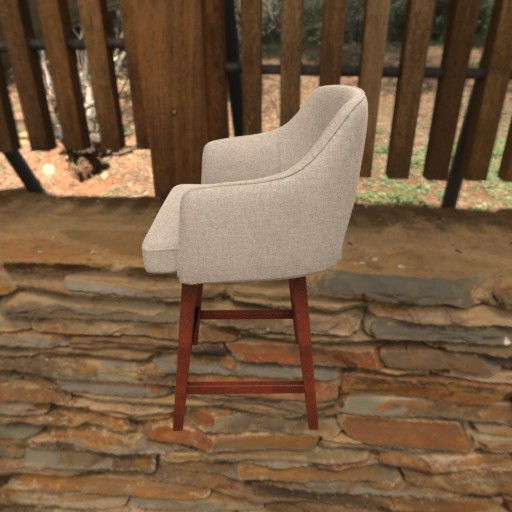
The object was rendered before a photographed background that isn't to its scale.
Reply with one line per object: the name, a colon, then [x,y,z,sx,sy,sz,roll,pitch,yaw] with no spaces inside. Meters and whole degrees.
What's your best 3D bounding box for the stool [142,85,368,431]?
stool: [0.000,0.000,1.328,0.558,0.944,0.599,0,25,-1]
